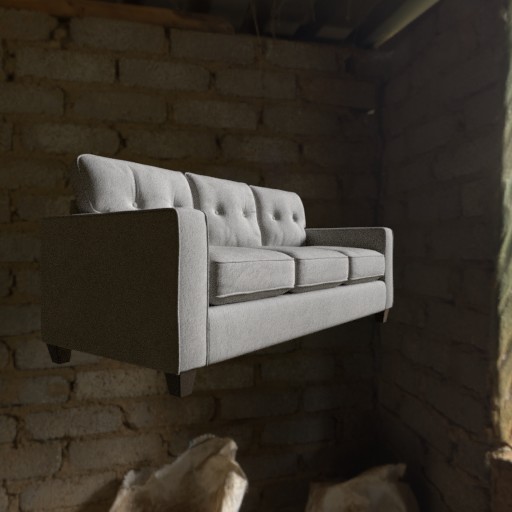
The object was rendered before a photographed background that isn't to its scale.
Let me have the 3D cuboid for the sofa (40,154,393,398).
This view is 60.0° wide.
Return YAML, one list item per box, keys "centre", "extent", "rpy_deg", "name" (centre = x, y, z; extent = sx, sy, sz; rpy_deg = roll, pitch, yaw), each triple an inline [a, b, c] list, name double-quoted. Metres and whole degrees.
- centre: [0.000, 0.000, 2.605]
  extent: [0.939, 0.965, 2.133]
  rpy_deg: [1, 1, 37]
  name: "sofa"
